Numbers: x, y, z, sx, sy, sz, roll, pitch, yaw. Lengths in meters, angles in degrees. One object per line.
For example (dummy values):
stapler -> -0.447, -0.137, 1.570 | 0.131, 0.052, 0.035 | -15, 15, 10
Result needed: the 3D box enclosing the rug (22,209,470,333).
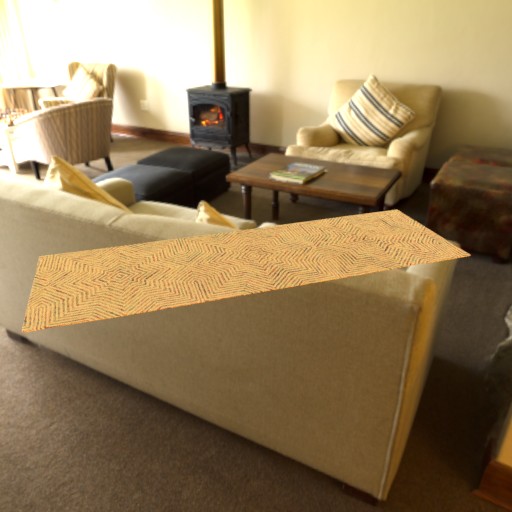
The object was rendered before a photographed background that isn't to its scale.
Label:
rug -> 0.000, 0.000, 2.625 | 2.443, 0.009, 0.771 | -9, 29, -16
